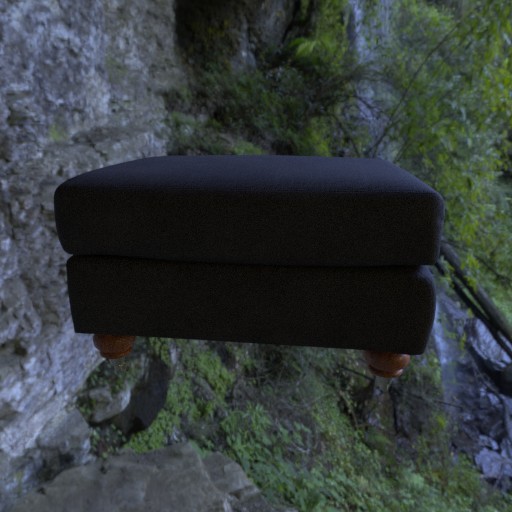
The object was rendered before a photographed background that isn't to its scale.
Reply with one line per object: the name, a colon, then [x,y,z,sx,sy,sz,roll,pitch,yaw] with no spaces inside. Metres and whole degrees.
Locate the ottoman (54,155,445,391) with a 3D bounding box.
ottoman: [0.000,0.000,1.138,0.773,0.497,0.574,2,17,7]
